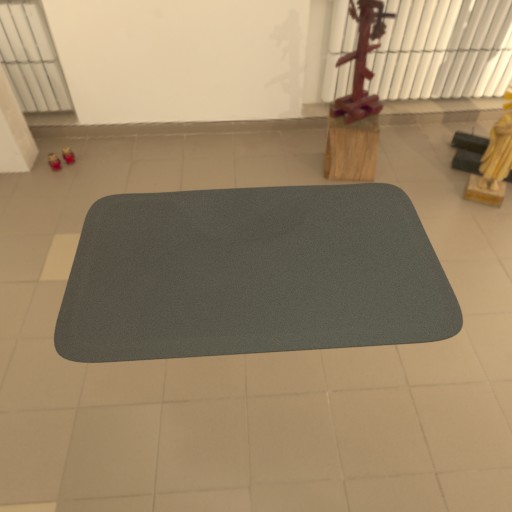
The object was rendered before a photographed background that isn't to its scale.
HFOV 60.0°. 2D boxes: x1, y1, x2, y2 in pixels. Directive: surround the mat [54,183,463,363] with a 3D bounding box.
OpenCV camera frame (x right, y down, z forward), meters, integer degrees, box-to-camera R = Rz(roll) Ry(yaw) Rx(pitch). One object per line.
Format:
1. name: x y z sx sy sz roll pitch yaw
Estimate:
1. mat: 0.000 0.000 1.862 1.524 0.013 0.918 -3 47 -3
